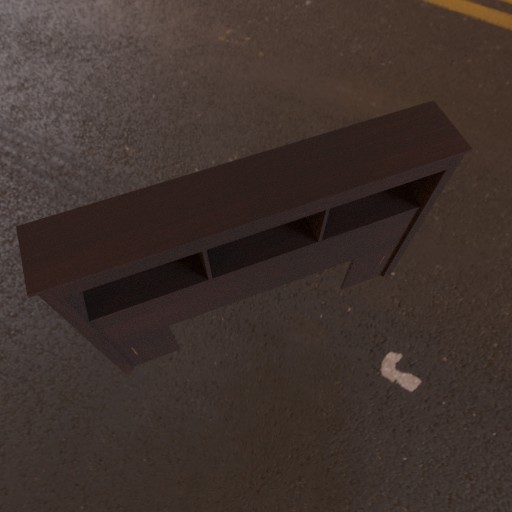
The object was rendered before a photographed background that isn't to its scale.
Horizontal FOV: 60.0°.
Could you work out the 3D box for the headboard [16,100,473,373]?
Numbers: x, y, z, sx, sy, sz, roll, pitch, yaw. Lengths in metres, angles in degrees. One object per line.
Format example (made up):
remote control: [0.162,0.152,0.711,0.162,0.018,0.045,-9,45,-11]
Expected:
headboard: [0.000,0.000,2.094,1.671,1.092,0.279,-19,64,-10]
